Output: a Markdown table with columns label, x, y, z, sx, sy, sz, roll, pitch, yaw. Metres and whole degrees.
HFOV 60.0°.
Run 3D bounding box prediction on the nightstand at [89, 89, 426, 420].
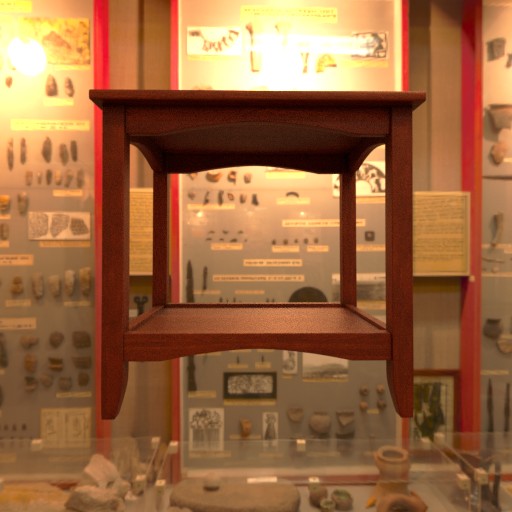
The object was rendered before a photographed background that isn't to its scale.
| label | x | y | z | sx | sy | sz | roll | pitch | yaw |
| --- | --- | --- | --- | --- | --- | --- | --- | --- | --- |
| nightstand | 0.000 | 0.000 | 0.987 | 0.558 | 0.558 | 0.501 | 0 | 1 | -1 |
